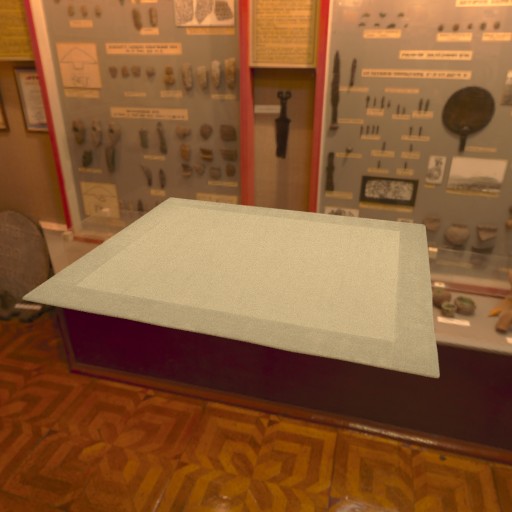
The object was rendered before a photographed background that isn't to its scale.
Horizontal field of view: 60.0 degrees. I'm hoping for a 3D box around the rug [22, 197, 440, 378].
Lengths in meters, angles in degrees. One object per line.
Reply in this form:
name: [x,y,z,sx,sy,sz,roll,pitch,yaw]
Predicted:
rug: [0.000,0.000,4.000,2.976,0.018,2.430,8,28,15]
